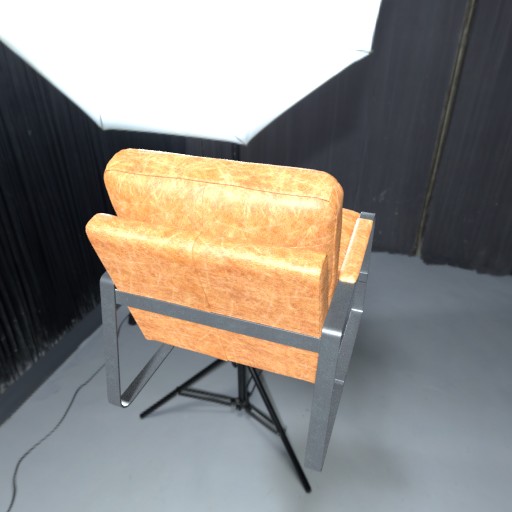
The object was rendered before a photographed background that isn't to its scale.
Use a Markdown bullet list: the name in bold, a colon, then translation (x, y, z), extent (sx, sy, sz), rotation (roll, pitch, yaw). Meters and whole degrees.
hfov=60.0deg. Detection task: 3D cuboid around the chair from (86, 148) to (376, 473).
- **chair**: translation (0.000, 0.000, 1.373), extent (0.651, 0.777, 0.801), rotation (11, 33, 17)
